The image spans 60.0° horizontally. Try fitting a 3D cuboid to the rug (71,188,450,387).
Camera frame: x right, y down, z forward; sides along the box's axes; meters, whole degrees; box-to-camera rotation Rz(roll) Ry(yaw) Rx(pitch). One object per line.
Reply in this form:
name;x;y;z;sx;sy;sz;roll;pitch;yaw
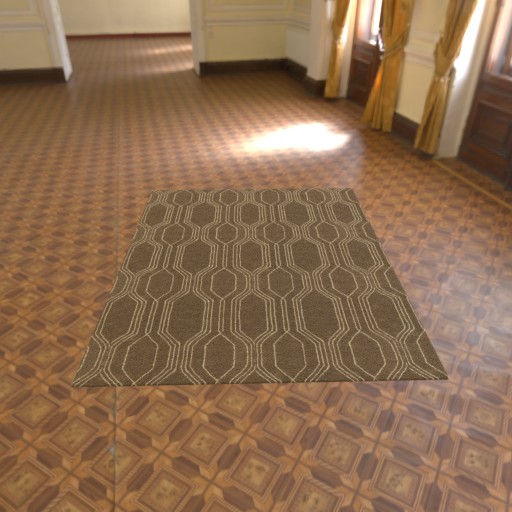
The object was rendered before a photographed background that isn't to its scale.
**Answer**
rug;0.000;0.000;4.160;2.457;0.012;3.062;-1;32;-1
